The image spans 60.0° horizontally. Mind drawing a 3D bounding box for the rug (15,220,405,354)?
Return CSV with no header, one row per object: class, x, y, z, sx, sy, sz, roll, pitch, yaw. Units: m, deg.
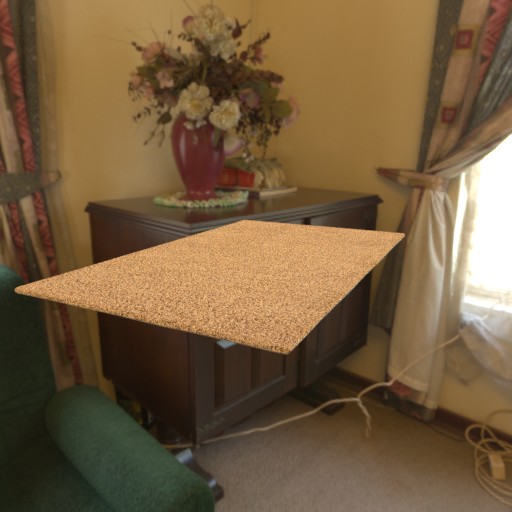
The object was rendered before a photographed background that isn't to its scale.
rug,0.000,0.000,2.968,1.524,0.030,2.438,7,16,27
